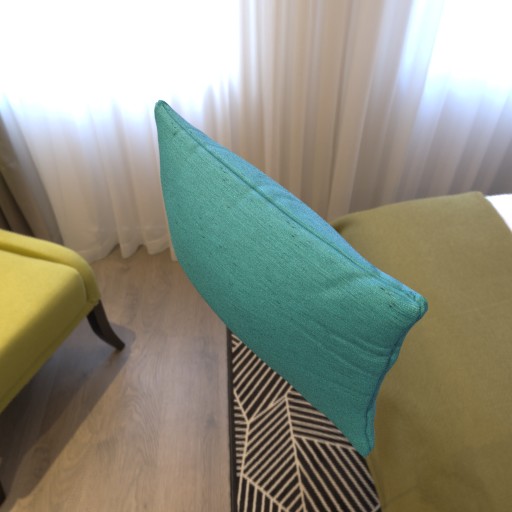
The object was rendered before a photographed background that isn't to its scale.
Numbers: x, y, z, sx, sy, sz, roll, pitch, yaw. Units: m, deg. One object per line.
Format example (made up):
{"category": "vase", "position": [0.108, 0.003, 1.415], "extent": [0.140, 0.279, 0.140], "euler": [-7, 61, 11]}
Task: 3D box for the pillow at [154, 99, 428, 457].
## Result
{"category": "pillow", "position": [0.000, 0.000, 0.757], "extent": [0.210, 0.338, 0.633], "euler": [-25, 48, -25]}
